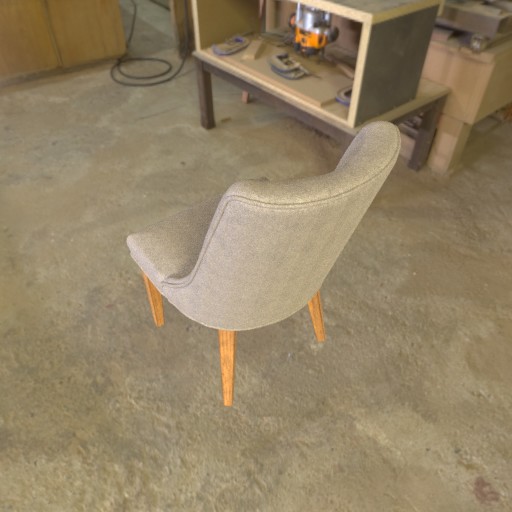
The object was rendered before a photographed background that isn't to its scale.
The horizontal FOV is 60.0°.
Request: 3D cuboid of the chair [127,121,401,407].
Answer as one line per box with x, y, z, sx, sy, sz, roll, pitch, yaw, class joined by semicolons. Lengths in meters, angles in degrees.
0.000;0.000;1.302;0.548;0.916;0.636;-28;51;-25;chair
